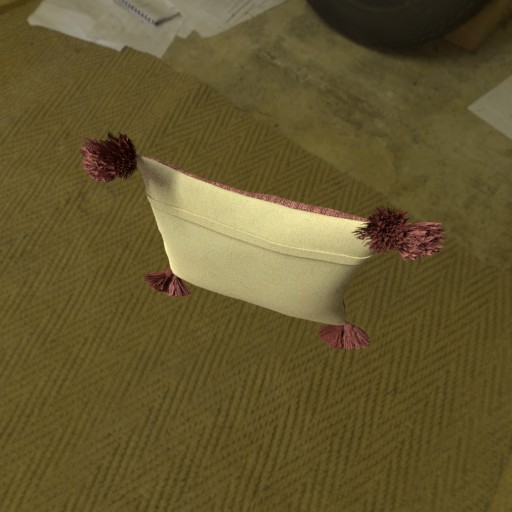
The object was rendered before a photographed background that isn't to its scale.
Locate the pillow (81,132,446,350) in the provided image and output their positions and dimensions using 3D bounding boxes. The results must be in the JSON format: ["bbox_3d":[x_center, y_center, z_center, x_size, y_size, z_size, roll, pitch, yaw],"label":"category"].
[{"bbox_3d":[0.000,0.000,0.970,0.641,0.659,0.138,17,64,9],"label":"pillow"}]
